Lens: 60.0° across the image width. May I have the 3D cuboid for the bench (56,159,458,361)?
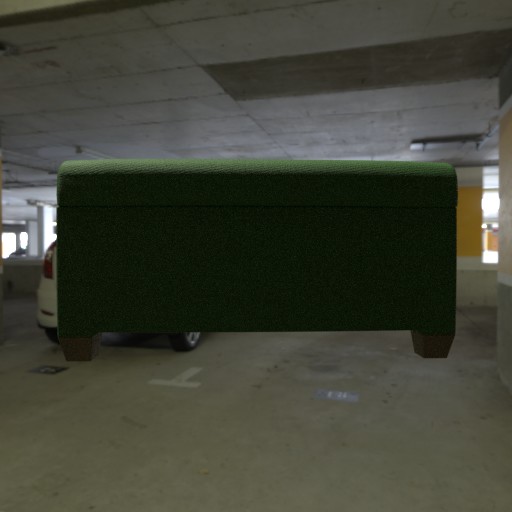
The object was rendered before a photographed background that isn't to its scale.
[{"bbox_3d":[0.000,0.000,1.287,0.989,0.501,0.505,0,1,-2],"label":"bench"}]
